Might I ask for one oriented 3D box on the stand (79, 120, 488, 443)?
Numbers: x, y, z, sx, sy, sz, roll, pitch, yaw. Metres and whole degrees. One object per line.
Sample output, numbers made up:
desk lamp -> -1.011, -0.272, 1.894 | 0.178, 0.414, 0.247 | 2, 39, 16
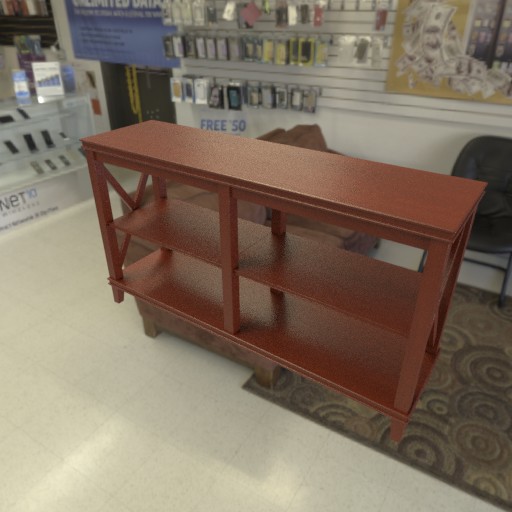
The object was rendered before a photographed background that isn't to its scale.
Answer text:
stand -> 0.000, 0.000, 1.677 | 1.372, 0.762, 0.381 | 19, 35, 29
